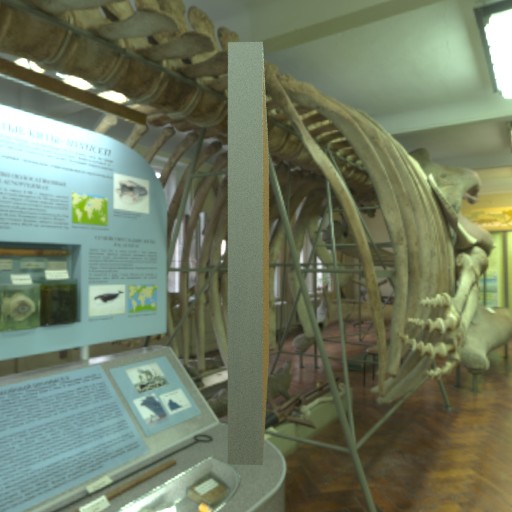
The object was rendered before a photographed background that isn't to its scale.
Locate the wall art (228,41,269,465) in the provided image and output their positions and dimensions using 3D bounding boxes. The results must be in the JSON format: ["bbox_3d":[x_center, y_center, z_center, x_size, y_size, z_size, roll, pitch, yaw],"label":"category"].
[{"bbox_3d":[0.000,0.000,0.750,0.037,0.450,0.557,0,-1,2],"label":"wall art"}]
